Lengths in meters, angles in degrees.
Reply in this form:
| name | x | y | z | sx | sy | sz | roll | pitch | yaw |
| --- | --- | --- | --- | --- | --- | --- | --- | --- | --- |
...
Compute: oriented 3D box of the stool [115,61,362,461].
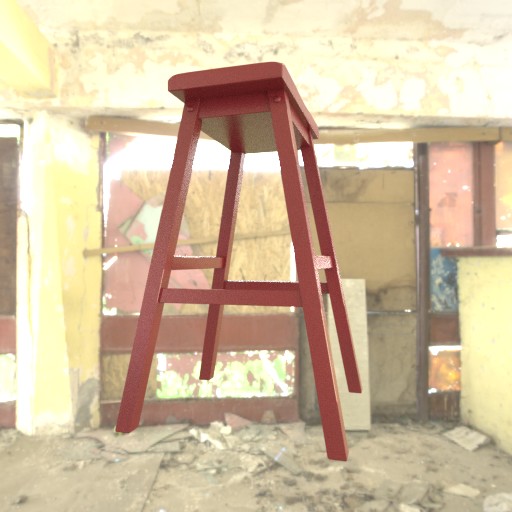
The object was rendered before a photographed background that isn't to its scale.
| name | x | y | z | sx | sy | sz | roll | pitch | yaw |
| --- | --- | --- | --- | --- | --- | --- | --- | --- | --- |
| stool | 0.000 | 0.000 | 1.077 | 0.476 | 0.737 | 0.457 | 0 | -1 | 17 |
